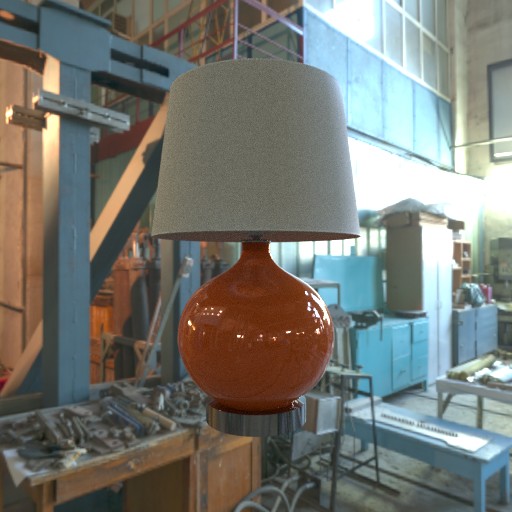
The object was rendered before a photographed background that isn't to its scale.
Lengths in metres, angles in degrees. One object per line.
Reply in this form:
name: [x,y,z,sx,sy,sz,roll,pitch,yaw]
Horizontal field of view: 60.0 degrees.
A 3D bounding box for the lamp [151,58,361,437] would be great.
lamp: [0.000,0.000,0.535,0.247,0.387,0.247,0,-1,0]
